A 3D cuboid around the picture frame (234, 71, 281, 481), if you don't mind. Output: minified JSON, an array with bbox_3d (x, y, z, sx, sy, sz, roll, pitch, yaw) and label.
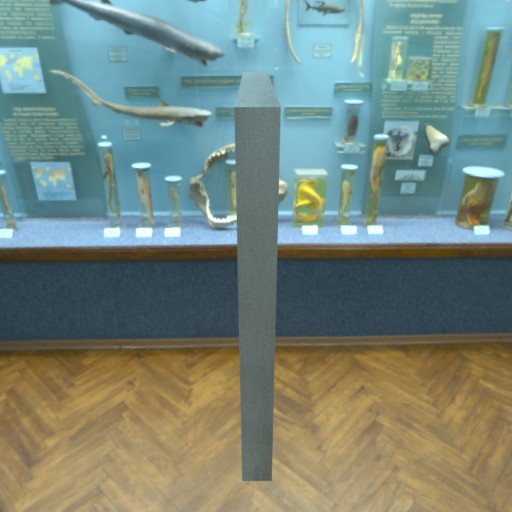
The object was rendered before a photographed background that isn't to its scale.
[{"bbox_3d":[0.000,0.000,0.763,0.046,0.555,0.449,0,27,0],"label":"picture frame"}]
